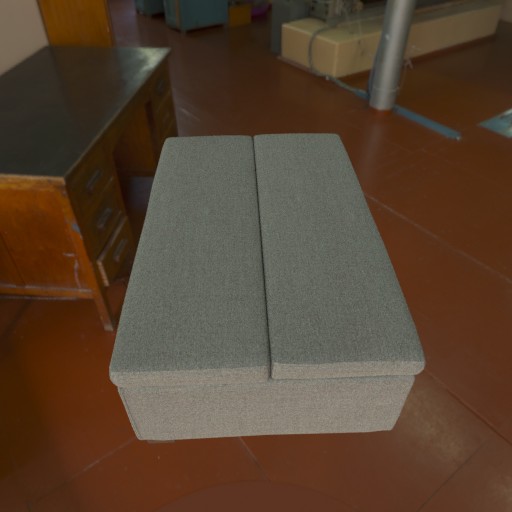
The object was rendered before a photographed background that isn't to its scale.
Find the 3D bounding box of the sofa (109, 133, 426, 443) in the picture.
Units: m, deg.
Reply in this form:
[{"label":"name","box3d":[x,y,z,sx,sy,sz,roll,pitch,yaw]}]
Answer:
[{"label":"sofa","box3d":[0.000,0.000,1.662,0.817,0.434,1.250,-2,41,-2]}]
